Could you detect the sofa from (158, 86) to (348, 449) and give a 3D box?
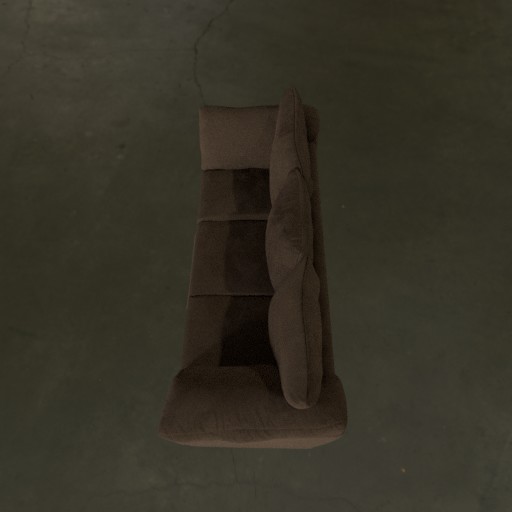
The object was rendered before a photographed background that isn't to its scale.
[{"bbox_3d":[0.000,0.000,2.845,0.878,1.015,2.336,1,56,1],"label":"sofa"}]
